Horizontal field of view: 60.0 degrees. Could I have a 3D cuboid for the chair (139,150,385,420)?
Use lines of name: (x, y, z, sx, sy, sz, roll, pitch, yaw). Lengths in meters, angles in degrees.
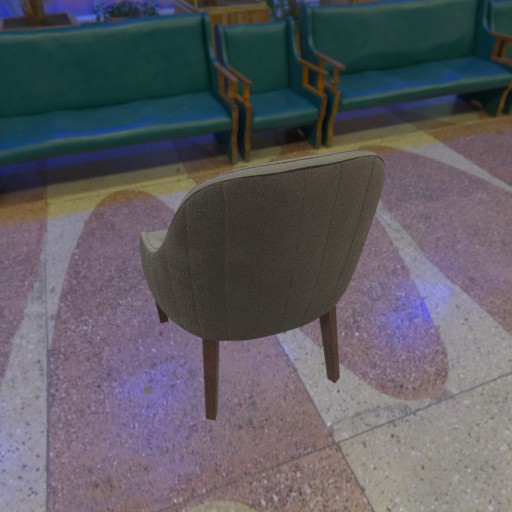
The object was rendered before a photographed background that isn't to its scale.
chair: (0.000, 0.000, 1.296, 0.643, 0.889, 0.575, -12, 42, -14)
